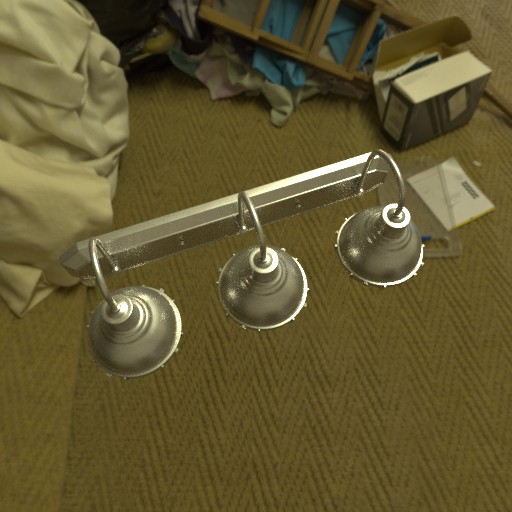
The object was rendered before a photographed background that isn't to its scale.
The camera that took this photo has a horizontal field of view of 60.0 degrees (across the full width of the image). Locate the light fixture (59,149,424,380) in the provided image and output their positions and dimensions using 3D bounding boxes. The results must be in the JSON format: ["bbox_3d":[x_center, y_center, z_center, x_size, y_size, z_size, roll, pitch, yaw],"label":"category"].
[{"bbox_3d":[0.000,0.000,0.761,0.634,0.254,0.229,-18,66,-9],"label":"light fixture"}]
